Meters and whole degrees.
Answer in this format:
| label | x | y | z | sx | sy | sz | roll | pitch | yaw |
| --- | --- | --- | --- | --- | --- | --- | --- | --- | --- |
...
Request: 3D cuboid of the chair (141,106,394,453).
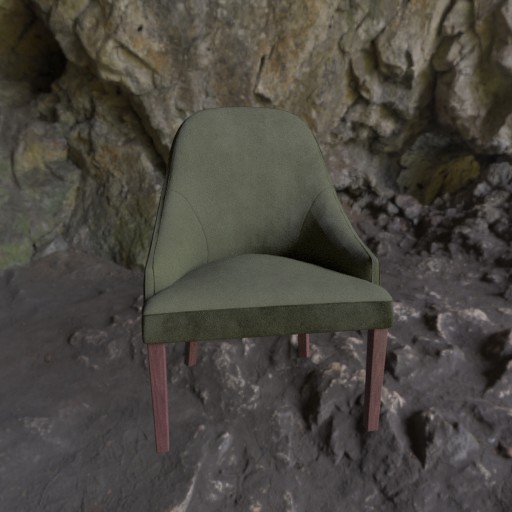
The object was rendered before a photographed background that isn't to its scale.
| label | x | y | z | sx | sy | sz | roll | pitch | yaw |
| --- | --- | --- | --- | --- | --- | --- | --- | --- | --- |
| chair | 0.000 | 0.000 | 1.333 | 0.643 | 0.889 | 0.575 | -2 | 15 | -8 |
